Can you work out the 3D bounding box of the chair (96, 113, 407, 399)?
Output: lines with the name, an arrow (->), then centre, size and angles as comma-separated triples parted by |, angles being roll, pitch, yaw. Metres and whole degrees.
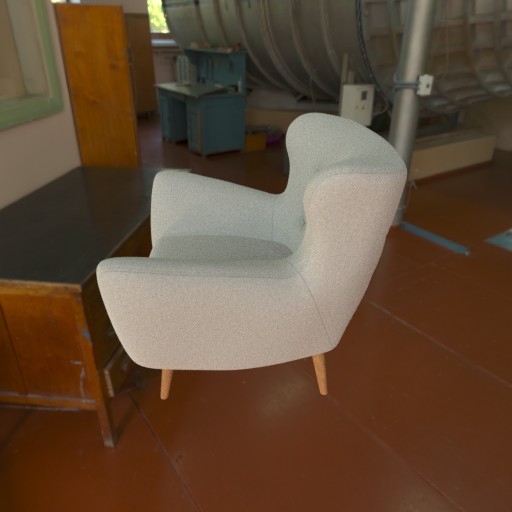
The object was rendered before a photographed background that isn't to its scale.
chair -> 0.000, 0.000, 1.616 | 0.889, 0.889, 0.890 | 0, 27, 0
